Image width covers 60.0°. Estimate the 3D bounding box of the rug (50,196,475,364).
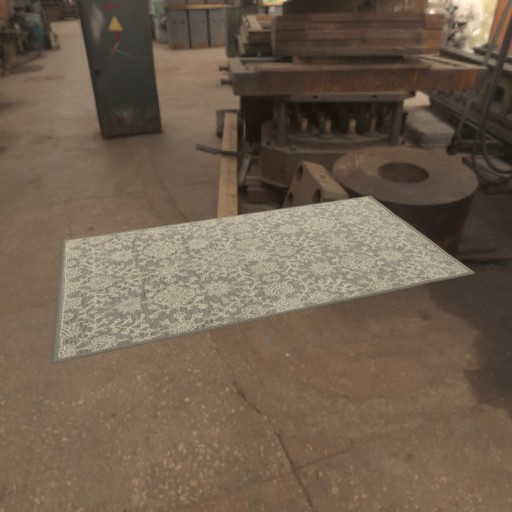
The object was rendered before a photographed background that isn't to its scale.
[{"bbox_3d":[0.000,0.000,3.632,3.048,0.011,1.546,-10,33,-16],"label":"rug"}]
